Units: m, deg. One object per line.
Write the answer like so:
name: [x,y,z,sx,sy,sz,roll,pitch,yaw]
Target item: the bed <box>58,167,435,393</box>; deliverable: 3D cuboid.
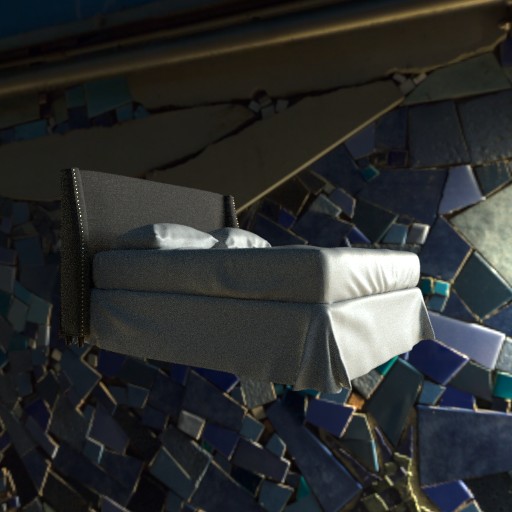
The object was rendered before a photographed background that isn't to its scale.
bed: [0.000,0.000,3.414,2.276,1.332,1.925,0,0,36]
